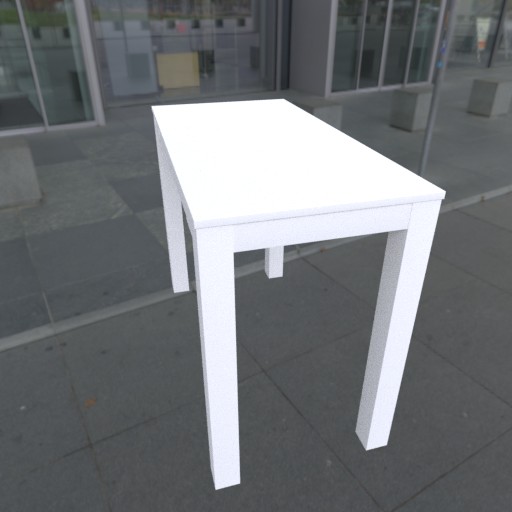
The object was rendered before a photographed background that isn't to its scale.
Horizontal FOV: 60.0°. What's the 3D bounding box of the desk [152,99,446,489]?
[{"bbox_3d":[0.000,0.000,1.415,0.497,0.762,0.990,-8,31,-14],"label":"desk"}]
